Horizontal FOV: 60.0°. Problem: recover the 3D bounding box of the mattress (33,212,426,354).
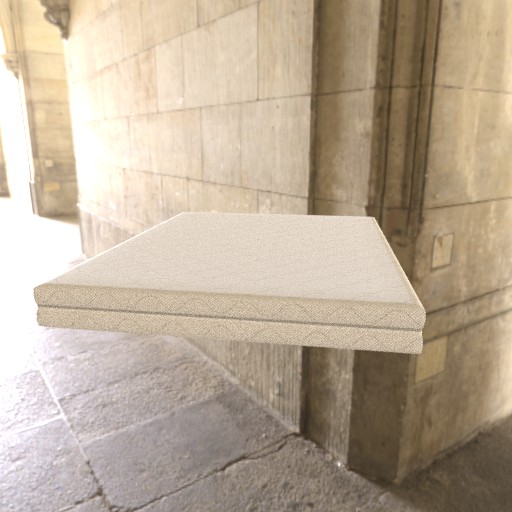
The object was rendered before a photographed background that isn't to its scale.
[{"bbox_3d":[0.000,0.000,2.726,1.600,0.200,2.000,2,15,9],"label":"mattress"}]
